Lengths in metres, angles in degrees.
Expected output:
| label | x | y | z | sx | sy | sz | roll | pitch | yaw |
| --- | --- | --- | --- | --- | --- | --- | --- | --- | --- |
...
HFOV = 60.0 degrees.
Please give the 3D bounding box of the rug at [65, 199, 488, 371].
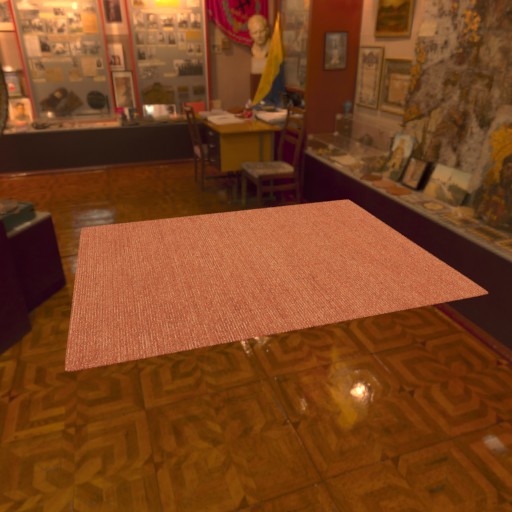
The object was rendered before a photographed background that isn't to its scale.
| label | x | y | z | sx | sy | sz | roll | pitch | yaw |
| --- | --- | --- | --- | --- | --- | --- | --- | --- | --- |
| rug | 0.000 | 0.000 | 2.750 | 2.112 | 0.009 | 1.594 | -8 | 27 | -15 |
